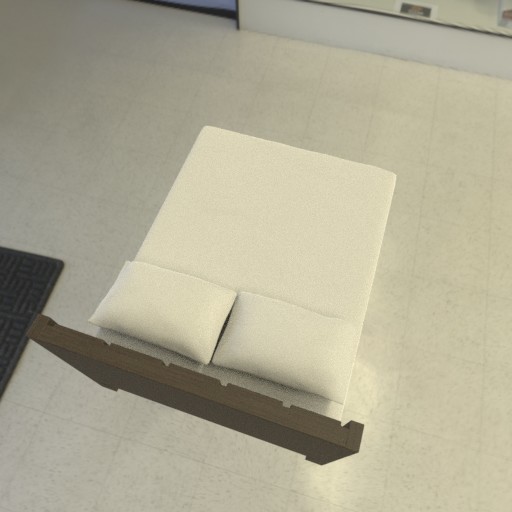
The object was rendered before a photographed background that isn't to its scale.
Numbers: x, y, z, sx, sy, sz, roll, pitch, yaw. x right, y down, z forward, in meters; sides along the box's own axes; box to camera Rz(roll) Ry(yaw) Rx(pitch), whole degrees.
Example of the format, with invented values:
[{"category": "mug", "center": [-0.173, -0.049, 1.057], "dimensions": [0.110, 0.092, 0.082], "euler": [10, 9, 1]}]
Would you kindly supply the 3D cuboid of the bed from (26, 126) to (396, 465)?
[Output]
[{"category": "bed", "center": [0.000, 0.000, 3.185], "dimensions": [1.727, 1.270, 2.242], "euler": [16, 64, 8]}]
